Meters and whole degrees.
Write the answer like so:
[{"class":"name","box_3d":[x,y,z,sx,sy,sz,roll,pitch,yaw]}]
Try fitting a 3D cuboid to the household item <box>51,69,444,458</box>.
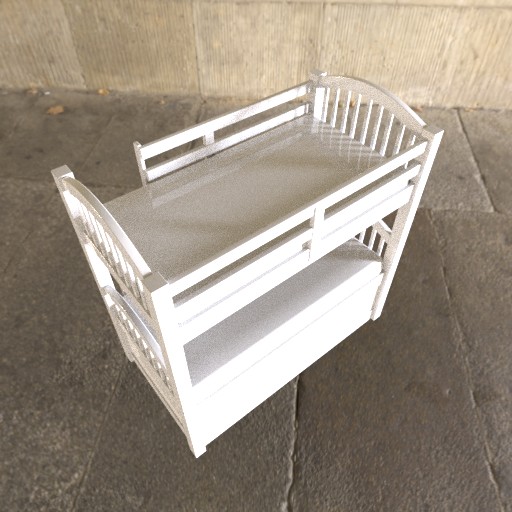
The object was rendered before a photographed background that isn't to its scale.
[{"class":"household item","box_3d":[0.000,0.000,3.250,2.032,2.032,1.143,-30,54,-25]}]
